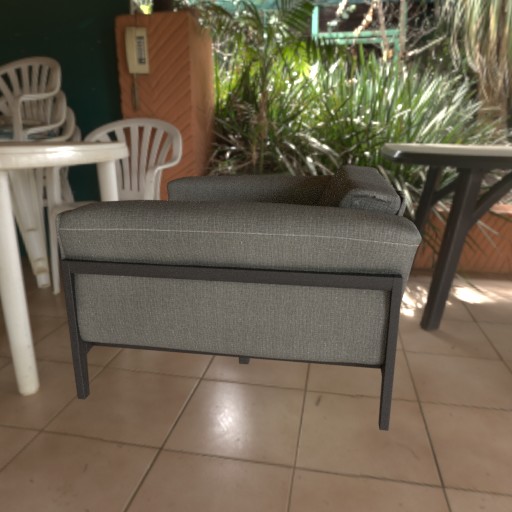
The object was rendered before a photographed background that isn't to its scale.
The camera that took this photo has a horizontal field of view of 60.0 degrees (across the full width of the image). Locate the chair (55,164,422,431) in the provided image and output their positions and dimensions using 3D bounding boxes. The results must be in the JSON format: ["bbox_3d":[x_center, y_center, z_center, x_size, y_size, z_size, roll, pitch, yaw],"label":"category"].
[{"bbox_3d":[0.000,0.000,1.662,0.969,0.646,1.056,3,16,9],"label":"chair"}]
